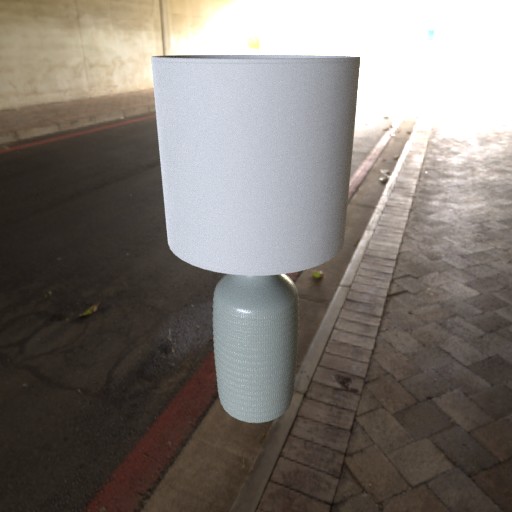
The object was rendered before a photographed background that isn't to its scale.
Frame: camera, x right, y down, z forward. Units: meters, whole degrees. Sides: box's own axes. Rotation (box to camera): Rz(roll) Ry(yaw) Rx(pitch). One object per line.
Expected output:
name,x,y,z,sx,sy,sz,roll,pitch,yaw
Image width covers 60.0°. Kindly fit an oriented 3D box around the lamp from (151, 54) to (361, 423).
lamp,0.000,0.000,0.577,0.220,0.475,0.220,-17,30,-32
